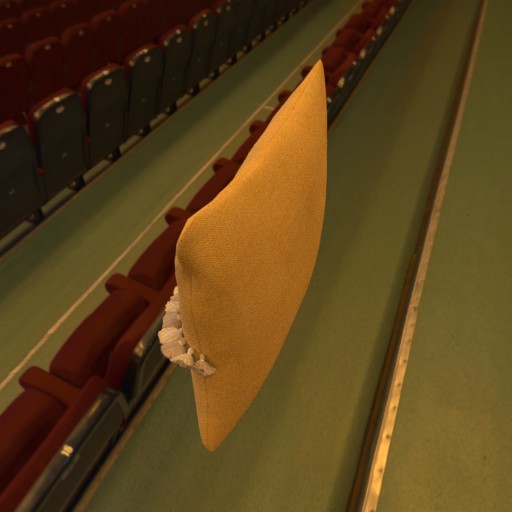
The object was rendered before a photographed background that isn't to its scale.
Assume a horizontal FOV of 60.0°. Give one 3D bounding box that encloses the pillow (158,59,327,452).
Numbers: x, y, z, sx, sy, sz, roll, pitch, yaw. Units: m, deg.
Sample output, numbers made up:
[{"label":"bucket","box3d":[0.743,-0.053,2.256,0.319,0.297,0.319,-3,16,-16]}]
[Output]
[{"label":"pillow","box3d":[0.000,0.000,0.737,0.167,0.481,0.485,17,47,16]}]
